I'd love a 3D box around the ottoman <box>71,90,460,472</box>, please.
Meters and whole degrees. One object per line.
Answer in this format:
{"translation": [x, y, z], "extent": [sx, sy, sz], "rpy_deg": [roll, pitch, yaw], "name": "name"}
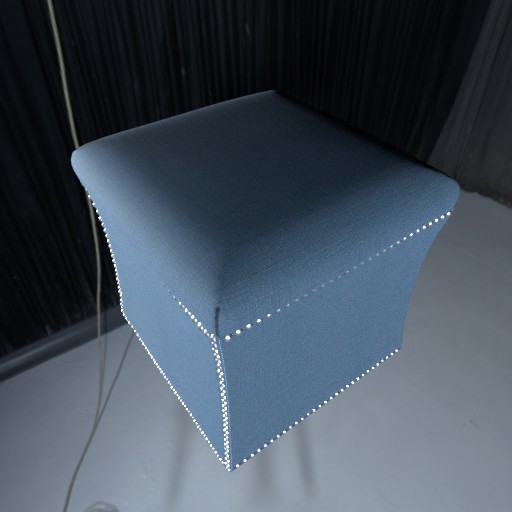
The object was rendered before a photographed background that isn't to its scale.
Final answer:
{"translation": [0.000, 0.000, 0.886], "extent": [0.497, 0.475, 0.507], "rpy_deg": [-26, 47, -26], "name": "ottoman"}
